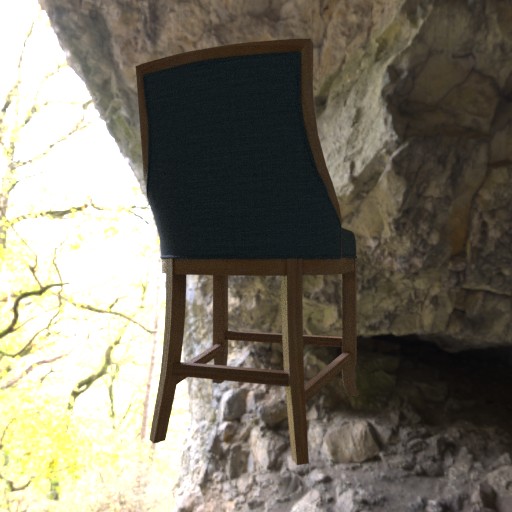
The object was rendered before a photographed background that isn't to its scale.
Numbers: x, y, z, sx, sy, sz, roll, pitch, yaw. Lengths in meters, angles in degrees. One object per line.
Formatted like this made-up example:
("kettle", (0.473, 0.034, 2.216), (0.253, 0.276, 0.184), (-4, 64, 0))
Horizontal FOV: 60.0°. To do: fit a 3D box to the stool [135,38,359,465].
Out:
("stool", (0.000, 0.000, 1.284), (0.524, 0.938, 0.626), (0, 0, 18))
